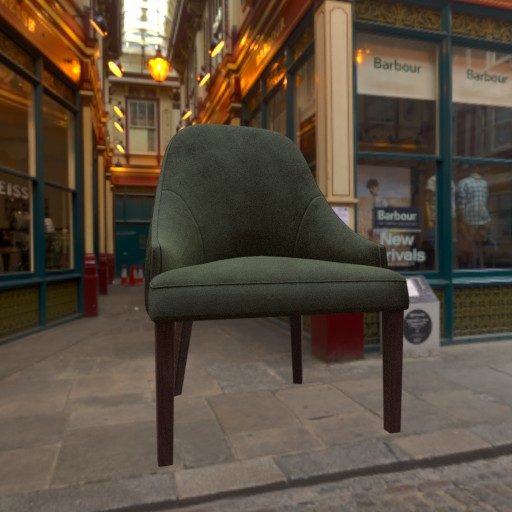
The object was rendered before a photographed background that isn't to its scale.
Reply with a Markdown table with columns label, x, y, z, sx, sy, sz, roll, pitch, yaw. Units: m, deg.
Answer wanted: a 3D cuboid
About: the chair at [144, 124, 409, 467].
| label | x | y | z | sx | sy | sz | roll | pitch | yaw |
| --- | --- | --- | --- | --- | --- | --- | --- | --- | --- |
| chair | 0.000 | 0.000 | 1.283 | 0.643 | 0.889 | 0.575 | 0 | 1 | -17 |
